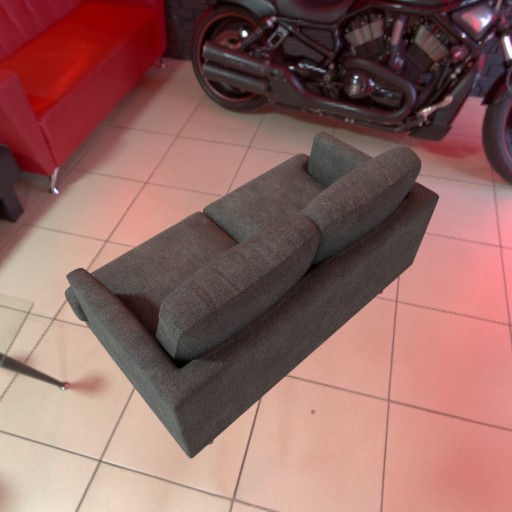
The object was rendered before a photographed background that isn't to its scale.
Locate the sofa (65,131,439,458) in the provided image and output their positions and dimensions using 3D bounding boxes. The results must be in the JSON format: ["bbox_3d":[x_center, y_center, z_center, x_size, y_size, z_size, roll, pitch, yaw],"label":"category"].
[{"bbox_3d":[0.000,0.000,2.132,1.582,0.956,0.903,-34,57,-27],"label":"sofa"}]
